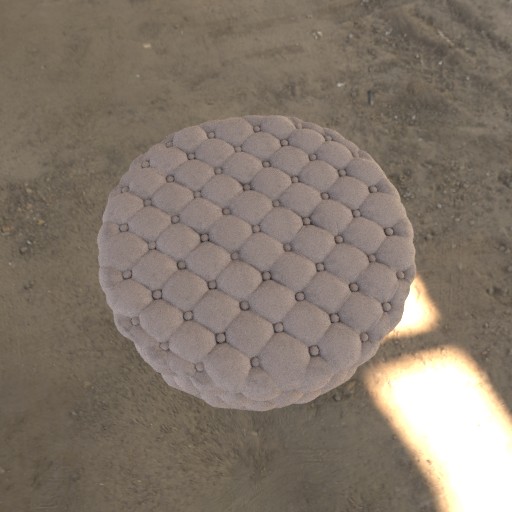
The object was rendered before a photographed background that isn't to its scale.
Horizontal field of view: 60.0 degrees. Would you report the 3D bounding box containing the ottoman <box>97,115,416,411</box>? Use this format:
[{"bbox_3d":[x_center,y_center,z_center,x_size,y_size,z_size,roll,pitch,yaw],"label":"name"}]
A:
[{"bbox_3d":[0.000,0.000,1.518,0.998,0.399,0.998,0,63,0],"label":"ottoman"}]
